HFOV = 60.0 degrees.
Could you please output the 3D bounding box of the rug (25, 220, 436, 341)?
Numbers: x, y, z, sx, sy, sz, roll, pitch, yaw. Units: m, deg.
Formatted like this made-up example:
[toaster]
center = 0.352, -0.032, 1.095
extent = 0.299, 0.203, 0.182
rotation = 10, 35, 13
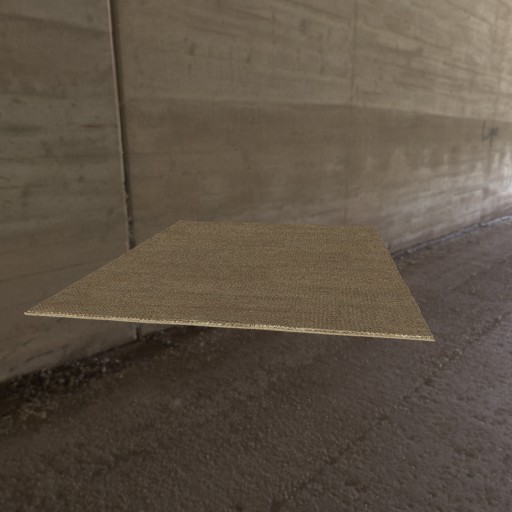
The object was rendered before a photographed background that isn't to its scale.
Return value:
[rug]
center = 0.000, 0.000, 3.998
extent = 2.429, 0.030, 3.052
rotation = 2, 15, 8
